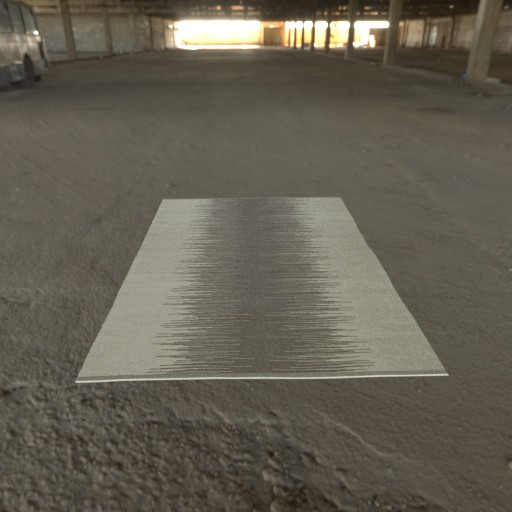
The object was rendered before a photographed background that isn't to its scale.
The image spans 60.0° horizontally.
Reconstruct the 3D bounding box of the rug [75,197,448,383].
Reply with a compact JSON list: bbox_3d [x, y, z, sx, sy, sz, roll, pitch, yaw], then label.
[{"bbox_3d":[0.000,0.000,2.262,1.226,0.007,1.815,-1,26,-1],"label":"rug"}]
